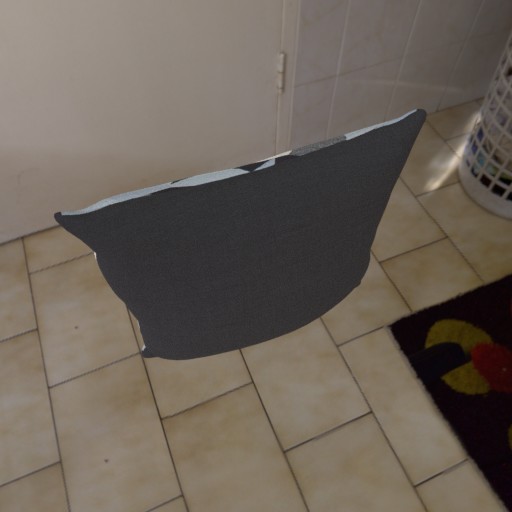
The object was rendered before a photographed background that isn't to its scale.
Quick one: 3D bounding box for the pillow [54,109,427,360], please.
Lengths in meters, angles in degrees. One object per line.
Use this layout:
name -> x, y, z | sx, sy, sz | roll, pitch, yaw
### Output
pillow -> 0.000, 0.000, 0.758 | 0.503, 0.496, 0.208 | -18, 60, -11
